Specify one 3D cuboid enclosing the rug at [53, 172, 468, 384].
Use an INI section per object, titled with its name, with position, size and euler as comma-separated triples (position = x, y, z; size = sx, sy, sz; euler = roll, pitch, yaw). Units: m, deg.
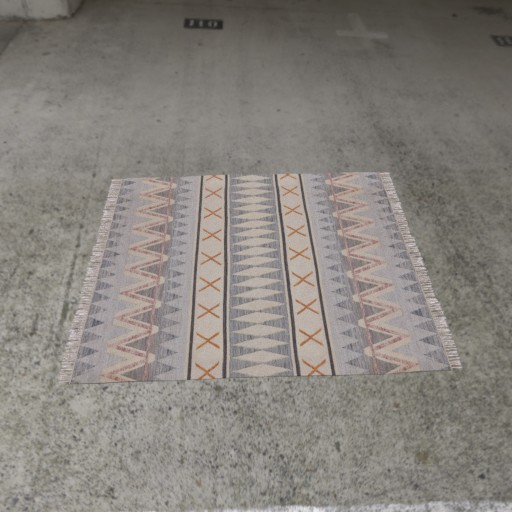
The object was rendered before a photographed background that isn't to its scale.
[rug]
position = 0.000, 0.000, 3.979
size = 3.000, 0.012, 2.371
euler = -2, 48, -2
